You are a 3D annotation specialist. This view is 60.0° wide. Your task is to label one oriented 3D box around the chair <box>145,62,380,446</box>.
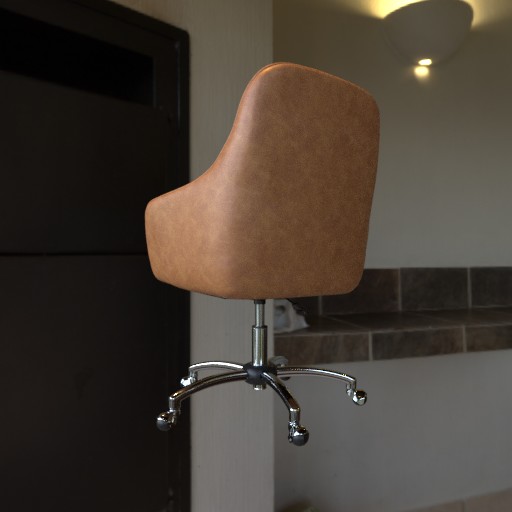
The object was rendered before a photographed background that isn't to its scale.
[{"bbox_3d":[0.000,0.000,1.327,0.628,0.909,0.615,0,-1,-37],"label":"chair"}]
